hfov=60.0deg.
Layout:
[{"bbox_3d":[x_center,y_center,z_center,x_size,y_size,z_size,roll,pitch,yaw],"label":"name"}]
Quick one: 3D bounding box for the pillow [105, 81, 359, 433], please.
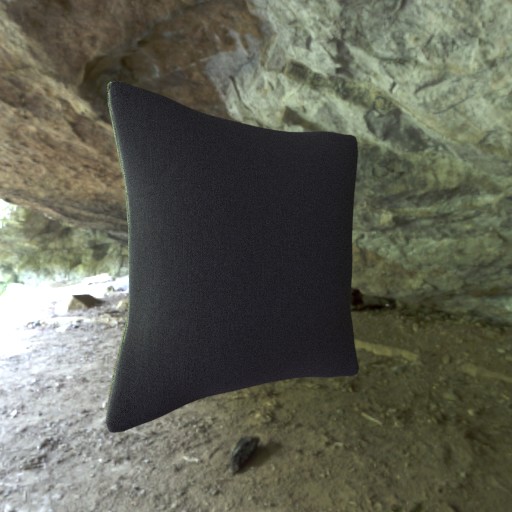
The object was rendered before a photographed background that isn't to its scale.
[{"bbox_3d":[0.000,0.000,0.647,0.437,0.419,0.136,0,0,-36],"label":"pillow"}]
